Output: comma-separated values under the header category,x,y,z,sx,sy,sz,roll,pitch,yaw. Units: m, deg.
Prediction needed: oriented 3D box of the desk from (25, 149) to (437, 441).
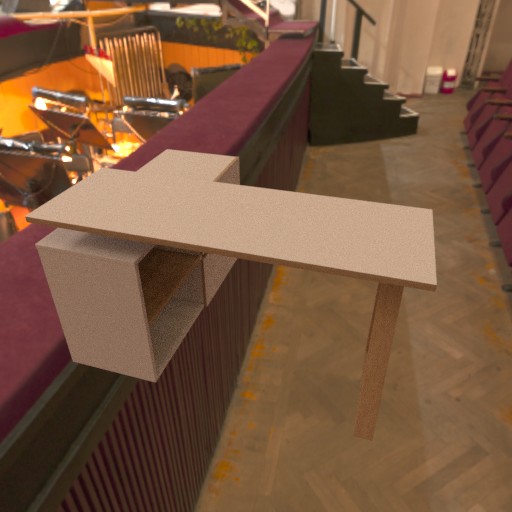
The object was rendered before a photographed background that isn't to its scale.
category,x,y,z,sx,sy,sz,roll,pitch,yaw
desk,0.000,0.000,2.066,1.404,0.755,1.098,9,34,14
